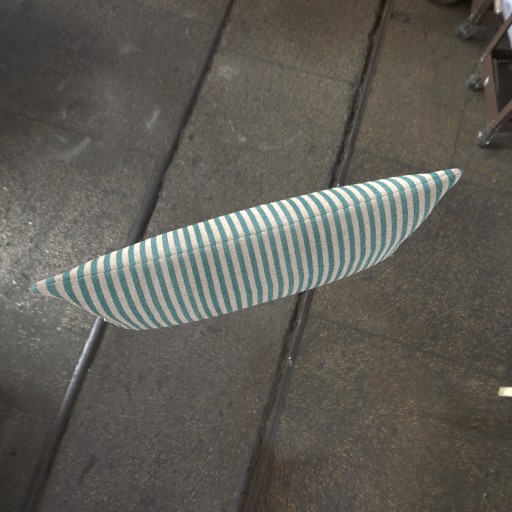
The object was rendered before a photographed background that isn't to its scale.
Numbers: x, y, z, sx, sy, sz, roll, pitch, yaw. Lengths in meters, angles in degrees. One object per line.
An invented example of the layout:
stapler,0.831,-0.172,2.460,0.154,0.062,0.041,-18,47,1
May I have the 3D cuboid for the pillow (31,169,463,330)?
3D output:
pillow,0.000,0.000,0.746,0.617,0.295,0.151,-16,74,-5
